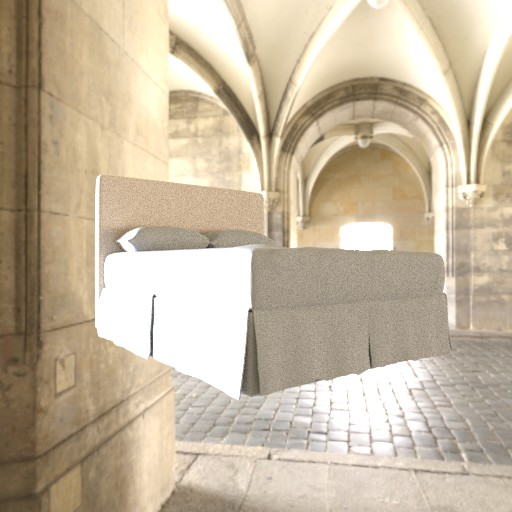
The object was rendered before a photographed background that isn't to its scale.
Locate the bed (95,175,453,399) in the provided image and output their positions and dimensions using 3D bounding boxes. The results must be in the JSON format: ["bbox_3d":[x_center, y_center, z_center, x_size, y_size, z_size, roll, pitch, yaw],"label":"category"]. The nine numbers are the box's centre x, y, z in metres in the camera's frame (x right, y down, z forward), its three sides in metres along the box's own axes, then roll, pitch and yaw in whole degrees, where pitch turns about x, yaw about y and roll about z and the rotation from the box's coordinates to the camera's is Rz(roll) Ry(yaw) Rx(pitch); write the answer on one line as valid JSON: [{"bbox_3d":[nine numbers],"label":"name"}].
[{"bbox_3d":[0.000,0.000,3.258,1.748,1.330,2.142,0,-1,-37],"label":"bed"}]
